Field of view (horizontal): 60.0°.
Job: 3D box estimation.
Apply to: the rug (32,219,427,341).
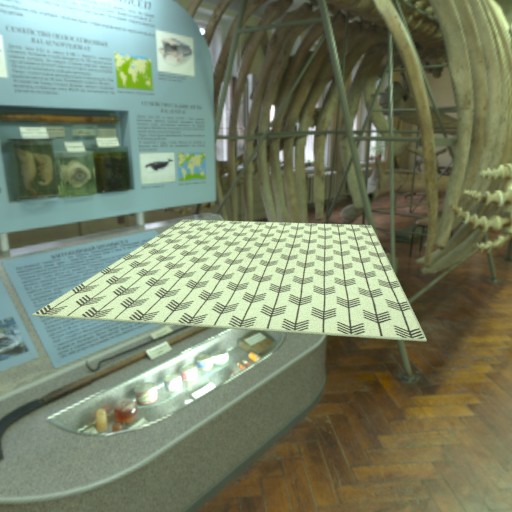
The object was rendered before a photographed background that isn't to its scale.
[{"bbox_3d":[0.000,0.000,4.008,2.330,0.010,3.061,2,16,8],"label":"rug"}]
